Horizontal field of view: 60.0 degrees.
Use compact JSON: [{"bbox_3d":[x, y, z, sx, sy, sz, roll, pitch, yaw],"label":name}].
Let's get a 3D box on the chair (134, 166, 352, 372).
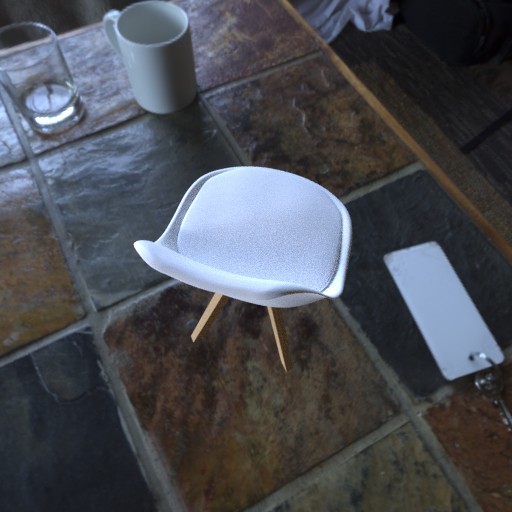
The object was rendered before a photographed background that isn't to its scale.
[{"bbox_3d":[0.000,0.000,1.204,0.485,0.849,0.550,16,65,8],"label":"chair"}]
